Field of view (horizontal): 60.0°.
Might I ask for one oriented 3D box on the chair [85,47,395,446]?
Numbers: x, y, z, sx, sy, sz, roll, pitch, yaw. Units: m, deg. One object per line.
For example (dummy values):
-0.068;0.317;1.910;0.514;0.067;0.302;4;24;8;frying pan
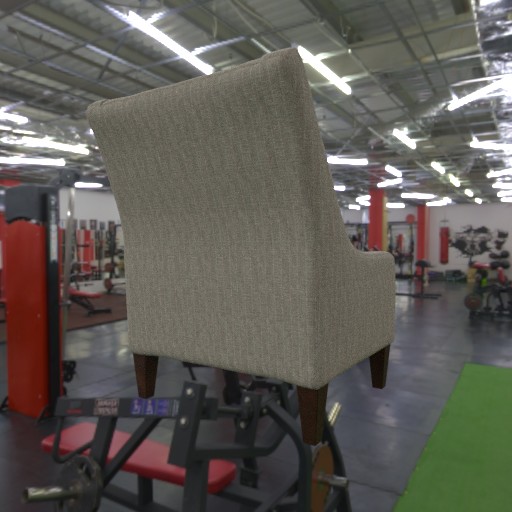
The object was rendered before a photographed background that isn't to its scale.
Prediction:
0.000;0.000;1.579;0.774;1.014;0.870;1;2;34;chair
